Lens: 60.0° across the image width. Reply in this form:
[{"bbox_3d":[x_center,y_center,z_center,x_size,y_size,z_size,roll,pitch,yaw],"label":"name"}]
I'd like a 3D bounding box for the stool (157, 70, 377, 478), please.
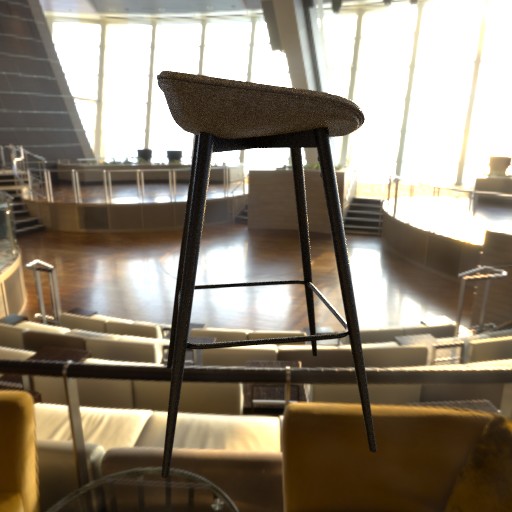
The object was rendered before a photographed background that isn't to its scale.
[{"bbox_3d":[0.000,0.000,1.078,0.480,0.814,0.469,-3,16,-9],"label":"stool"}]
